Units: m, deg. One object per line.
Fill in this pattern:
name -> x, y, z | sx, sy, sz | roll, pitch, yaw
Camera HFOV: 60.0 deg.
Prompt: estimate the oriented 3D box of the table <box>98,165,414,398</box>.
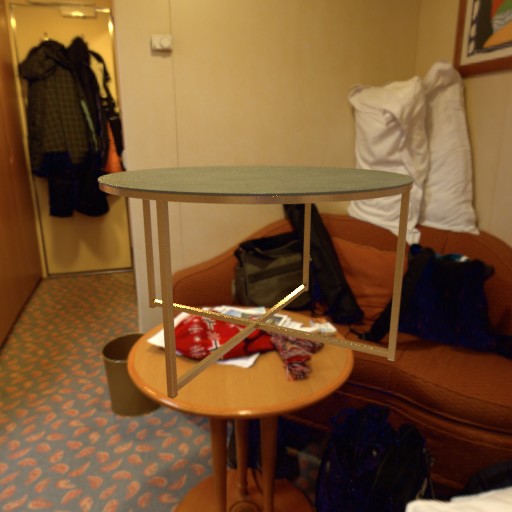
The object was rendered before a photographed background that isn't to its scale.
table -> 0.000, 0.000, 1.244 | 0.800, 0.450, 0.800 | 0, 15, 0
